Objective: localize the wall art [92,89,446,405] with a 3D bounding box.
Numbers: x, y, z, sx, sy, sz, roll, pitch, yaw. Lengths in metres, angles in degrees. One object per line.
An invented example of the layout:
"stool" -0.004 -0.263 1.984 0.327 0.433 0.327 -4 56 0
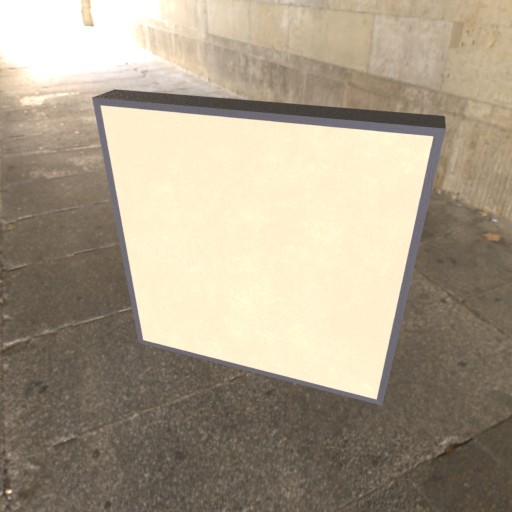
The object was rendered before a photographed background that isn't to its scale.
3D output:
"wall art" 0.000 0.000 0.456 0.302 0.300 0.036 10 34 16
